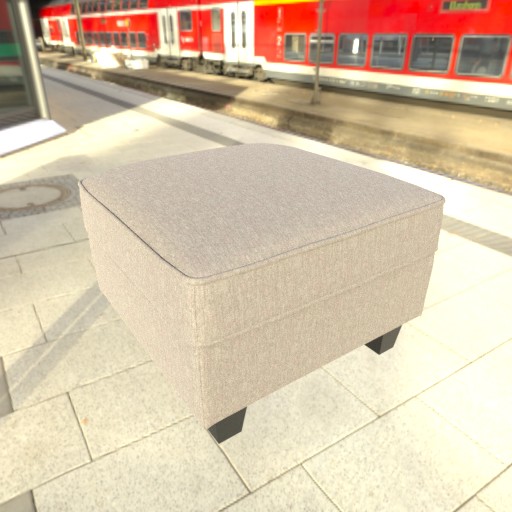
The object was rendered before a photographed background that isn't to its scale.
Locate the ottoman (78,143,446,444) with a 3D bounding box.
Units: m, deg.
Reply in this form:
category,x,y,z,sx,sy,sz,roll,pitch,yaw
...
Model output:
category,x,y,z,sx,sy,sz,roll,pitch,yaw
ottoman,0.000,0.000,1.430,0.871,0.612,0.808,-18,32,-31
